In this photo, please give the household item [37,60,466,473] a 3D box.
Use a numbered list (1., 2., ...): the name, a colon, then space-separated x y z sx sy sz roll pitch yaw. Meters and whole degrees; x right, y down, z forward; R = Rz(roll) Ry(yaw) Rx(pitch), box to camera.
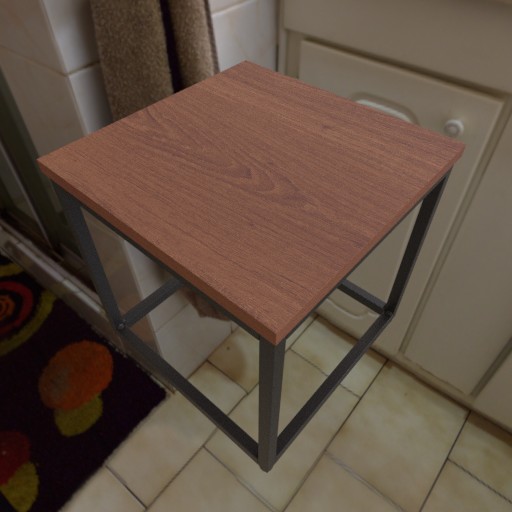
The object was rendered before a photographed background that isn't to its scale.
1. household item: 0.000 0.000 0.727 0.400 0.400 0.400 33 55 27
